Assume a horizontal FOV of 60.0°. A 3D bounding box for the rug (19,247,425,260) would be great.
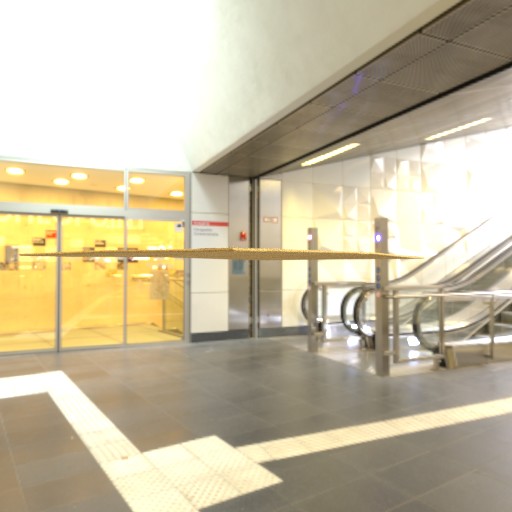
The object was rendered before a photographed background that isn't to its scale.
[{"bbox_3d":[0.000,0.000,2.272,1.179,0.022,1.820,-1,-2,37],"label":"rug"}]
